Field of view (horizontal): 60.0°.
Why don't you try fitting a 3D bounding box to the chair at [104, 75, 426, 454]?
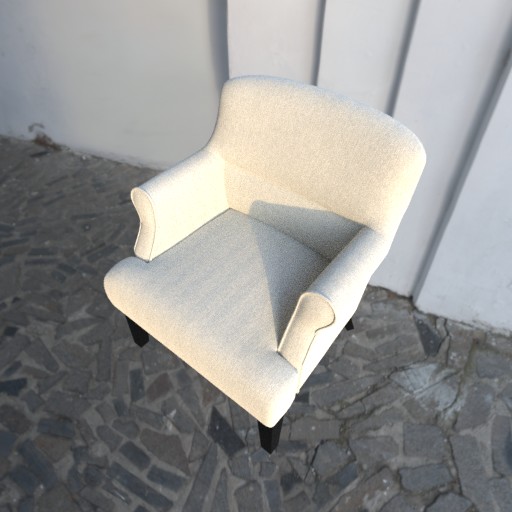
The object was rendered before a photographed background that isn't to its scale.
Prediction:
[{"bbox_3d":[0.000,0.000,1.464,0.781,0.875,0.750,30,53,26],"label":"chair"}]
